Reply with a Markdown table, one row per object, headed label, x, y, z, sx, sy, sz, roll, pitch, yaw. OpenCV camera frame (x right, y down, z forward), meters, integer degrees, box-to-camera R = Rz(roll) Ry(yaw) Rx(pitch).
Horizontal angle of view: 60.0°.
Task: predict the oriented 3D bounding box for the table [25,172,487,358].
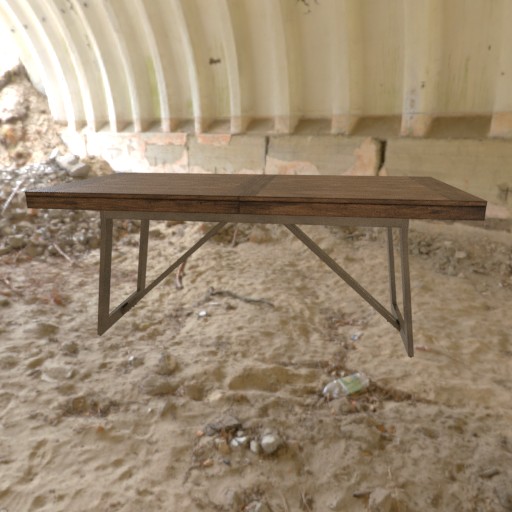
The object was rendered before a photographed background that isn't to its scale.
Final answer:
| label | x | y | z | sx | sy | sz | roll | pitch | yaw |
| --- | --- | --- | --- | --- | --- | --- | --- | --- | --- |
| table | 0.000 | 0.000 | 2.315 | 1.867 | 0.757 | 0.931 | 2 | 16 | 8 |
